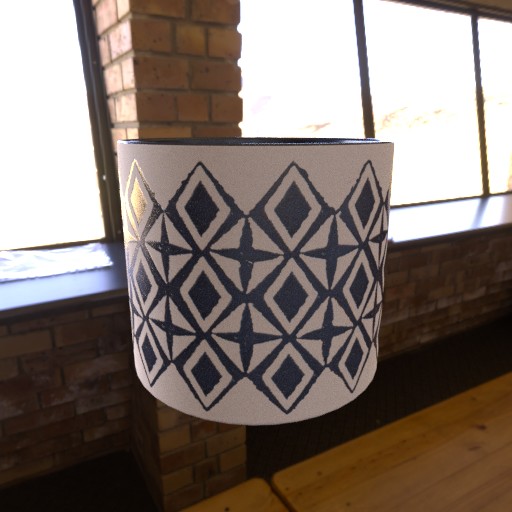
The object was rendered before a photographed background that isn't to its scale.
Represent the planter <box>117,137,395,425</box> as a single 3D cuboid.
[{"bbox_3d":[0.000,0.000,0.323,0.182,0.165,0.182,0,16,0],"label":"planter"}]
